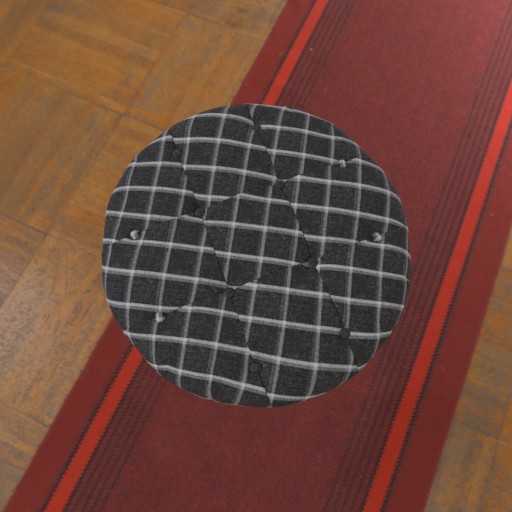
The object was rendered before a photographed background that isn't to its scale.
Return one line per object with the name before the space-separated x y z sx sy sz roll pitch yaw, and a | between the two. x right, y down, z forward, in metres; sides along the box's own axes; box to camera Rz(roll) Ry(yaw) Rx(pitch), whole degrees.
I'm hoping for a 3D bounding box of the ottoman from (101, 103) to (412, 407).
ottoman | 0.000 0.000 1.404 0.901 0.439 0.901 0 73 0
